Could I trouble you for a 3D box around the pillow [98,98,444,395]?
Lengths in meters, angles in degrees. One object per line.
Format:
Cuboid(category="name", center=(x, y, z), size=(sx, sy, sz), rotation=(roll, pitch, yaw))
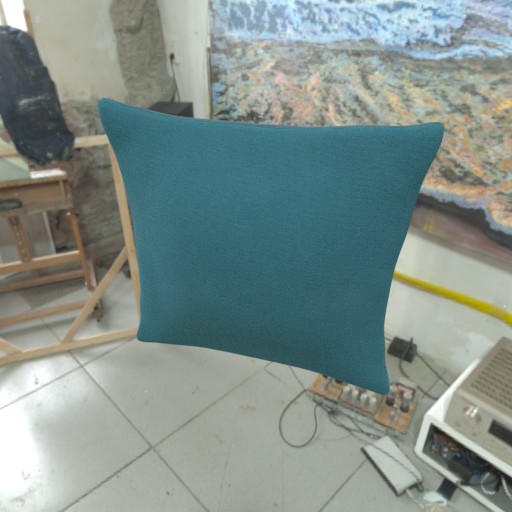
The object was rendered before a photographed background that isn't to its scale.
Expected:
Cuboid(category="pillow", center=(0.000, 0.000, 0.638), size=(0.433, 0.415, 0.151), rotation=(9, 32, 14))
